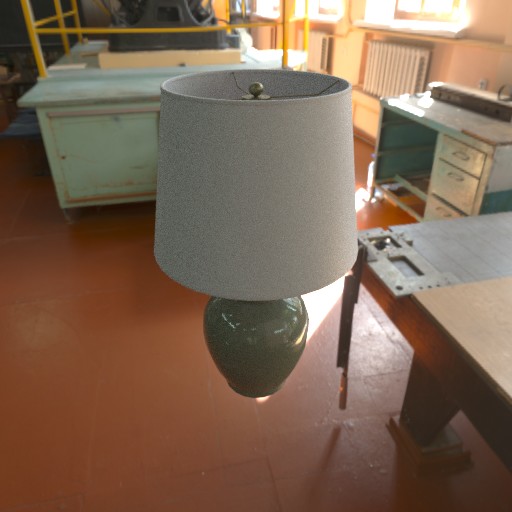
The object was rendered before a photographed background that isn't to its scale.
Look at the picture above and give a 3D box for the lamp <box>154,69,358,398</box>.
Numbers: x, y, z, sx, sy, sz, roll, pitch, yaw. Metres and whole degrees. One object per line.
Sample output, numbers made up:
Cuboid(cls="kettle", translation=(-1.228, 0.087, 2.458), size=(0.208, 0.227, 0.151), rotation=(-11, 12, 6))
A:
Cuboid(cls="lamp", translation=(0.000, 0.000, 0.541), size=(0.239, 0.399, 0.239), rotation=(0, 30, 0))
